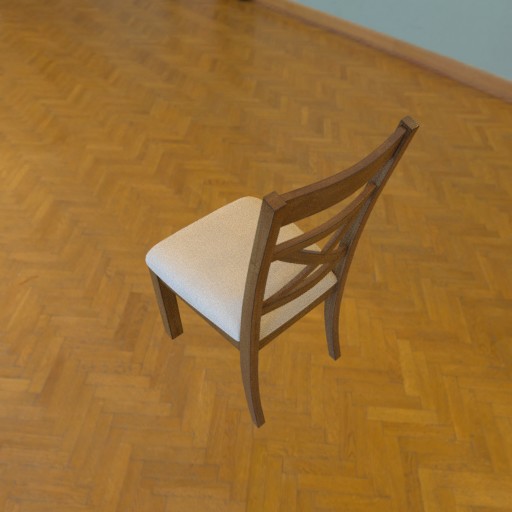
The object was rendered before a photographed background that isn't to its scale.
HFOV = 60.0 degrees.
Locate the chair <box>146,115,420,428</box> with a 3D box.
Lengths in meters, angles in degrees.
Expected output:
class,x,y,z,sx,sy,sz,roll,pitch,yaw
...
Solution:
class,x,y,z,sx,sy,sz,roll,pitch,yaw
chair,0.000,0.000,1.296,0.461,0.949,0.581,-32,54,-27
